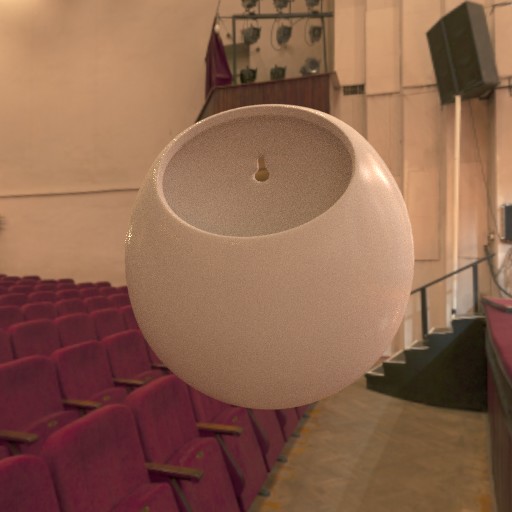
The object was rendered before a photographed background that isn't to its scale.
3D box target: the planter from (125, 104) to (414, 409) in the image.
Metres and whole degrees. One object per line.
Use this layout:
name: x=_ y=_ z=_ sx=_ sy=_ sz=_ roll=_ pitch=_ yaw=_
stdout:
planter: x=0.000 y=0.000 z=0.275 sx=0.185 sy=0.188 sz=0.043 roll=0 pitch=-1 yaw=17
